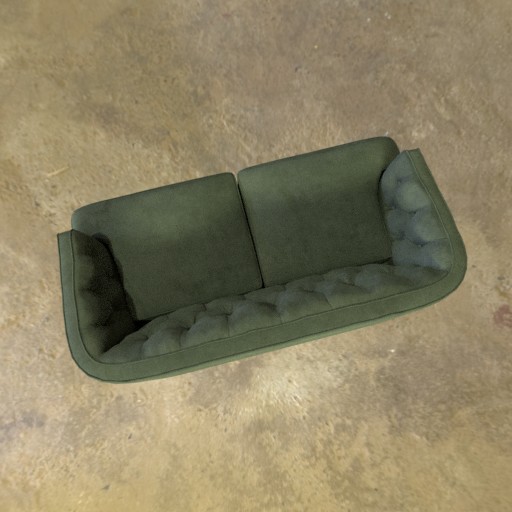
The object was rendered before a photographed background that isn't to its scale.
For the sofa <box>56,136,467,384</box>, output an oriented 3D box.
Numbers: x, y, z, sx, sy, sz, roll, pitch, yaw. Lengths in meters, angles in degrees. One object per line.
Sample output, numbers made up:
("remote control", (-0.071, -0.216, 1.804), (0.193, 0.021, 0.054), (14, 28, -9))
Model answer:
("sofa", (0.000, 0.000, 2.225), (1.733, 0.855, 0.941), (-14, 77, -3))
